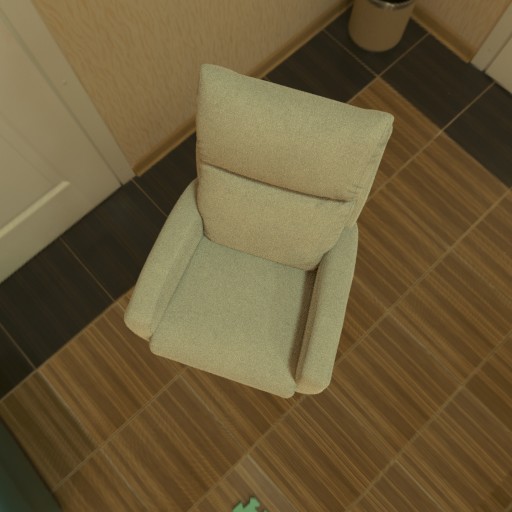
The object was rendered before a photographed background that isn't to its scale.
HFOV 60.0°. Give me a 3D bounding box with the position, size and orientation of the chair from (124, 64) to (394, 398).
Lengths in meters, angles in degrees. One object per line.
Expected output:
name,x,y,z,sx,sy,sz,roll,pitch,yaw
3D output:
chair,0.000,0.000,1.690,0.794,1.021,0.940,17,76,5
